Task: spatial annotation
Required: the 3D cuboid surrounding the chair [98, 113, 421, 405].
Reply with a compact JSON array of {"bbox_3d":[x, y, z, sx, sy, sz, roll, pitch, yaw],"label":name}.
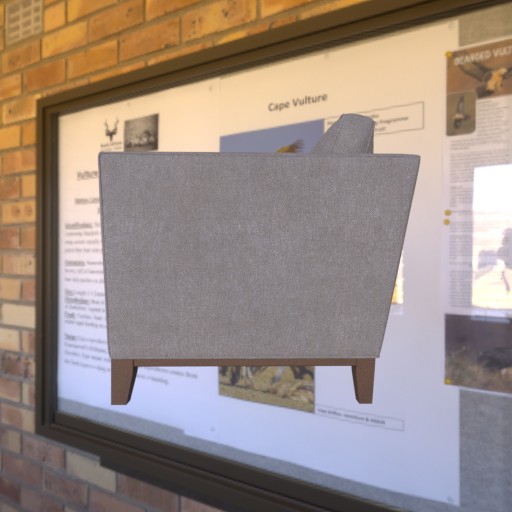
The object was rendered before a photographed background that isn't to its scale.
[{"bbox_3d":[0.000,0.000,1.998,0.965,0.942,1.396,0,0,-1],"label":"chair"}]
